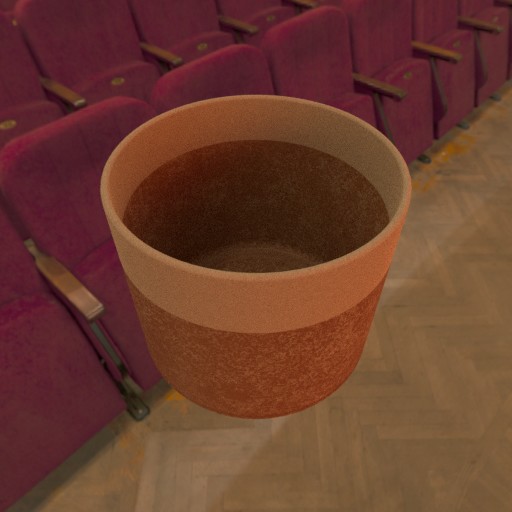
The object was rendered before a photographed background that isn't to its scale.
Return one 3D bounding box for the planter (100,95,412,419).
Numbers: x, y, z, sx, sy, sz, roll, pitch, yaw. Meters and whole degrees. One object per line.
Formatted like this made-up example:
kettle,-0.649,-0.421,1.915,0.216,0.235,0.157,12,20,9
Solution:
planter,0.000,0.000,0.280,0.159,0.138,0.159,0,46,0
